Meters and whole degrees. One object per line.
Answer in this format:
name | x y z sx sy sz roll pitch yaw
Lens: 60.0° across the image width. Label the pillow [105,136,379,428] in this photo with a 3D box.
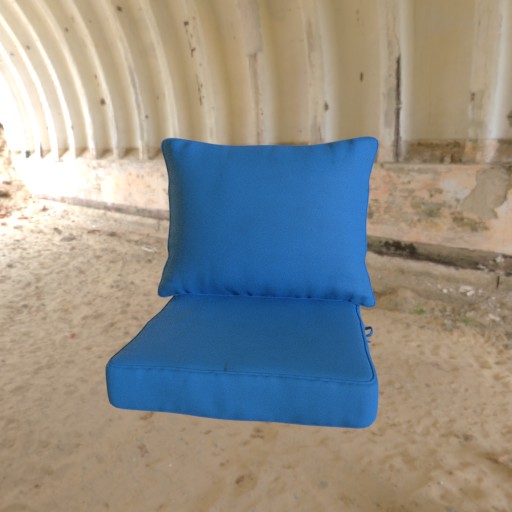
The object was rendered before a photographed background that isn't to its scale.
pillow | 0.000 0.000 1.363 0.798 0.725 0.733 2 13 8
